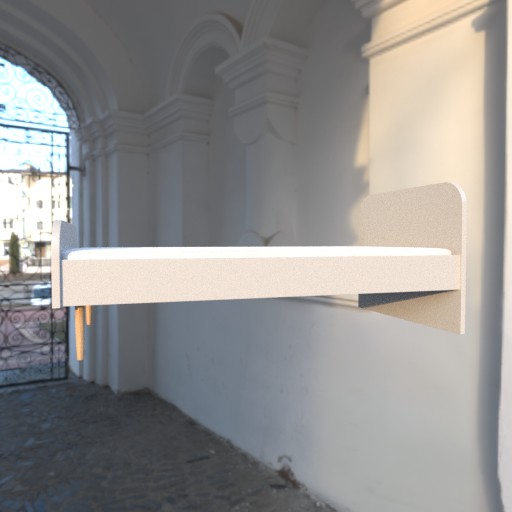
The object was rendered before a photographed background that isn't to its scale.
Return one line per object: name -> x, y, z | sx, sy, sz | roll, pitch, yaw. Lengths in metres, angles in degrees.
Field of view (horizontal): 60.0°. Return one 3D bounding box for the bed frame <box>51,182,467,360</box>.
bed frame -> 0.000, 0.000, 2.460 | 1.963, 0.805, 0.998 | -1, 2, -18
